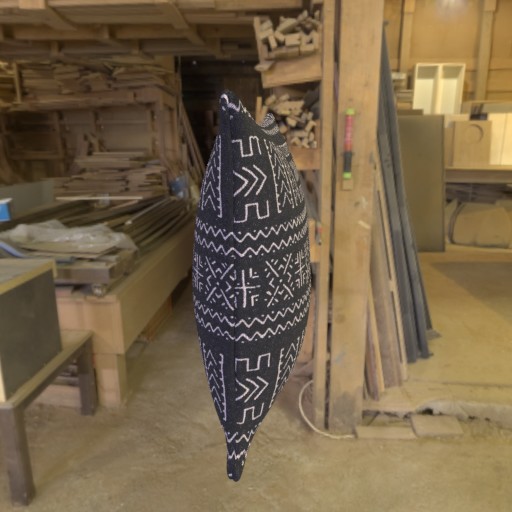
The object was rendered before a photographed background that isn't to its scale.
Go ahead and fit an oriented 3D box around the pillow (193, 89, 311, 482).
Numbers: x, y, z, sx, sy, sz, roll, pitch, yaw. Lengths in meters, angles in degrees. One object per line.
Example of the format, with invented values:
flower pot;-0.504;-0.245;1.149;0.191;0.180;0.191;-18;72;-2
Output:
pillow;0.000;0.000;0.658;0.164;0.430;0.438;2;15;7
